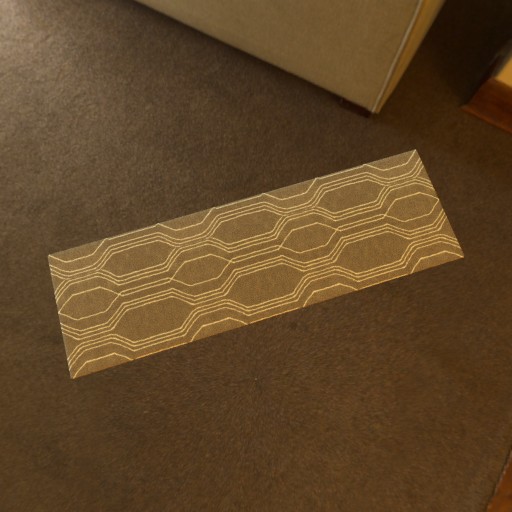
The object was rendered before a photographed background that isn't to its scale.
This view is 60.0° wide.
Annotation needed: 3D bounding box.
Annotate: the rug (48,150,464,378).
[{"bbox_3d":[0.000,0.000,2.743,2.464,0.012,0.773,-17,75,-5],"label":"rug"}]
